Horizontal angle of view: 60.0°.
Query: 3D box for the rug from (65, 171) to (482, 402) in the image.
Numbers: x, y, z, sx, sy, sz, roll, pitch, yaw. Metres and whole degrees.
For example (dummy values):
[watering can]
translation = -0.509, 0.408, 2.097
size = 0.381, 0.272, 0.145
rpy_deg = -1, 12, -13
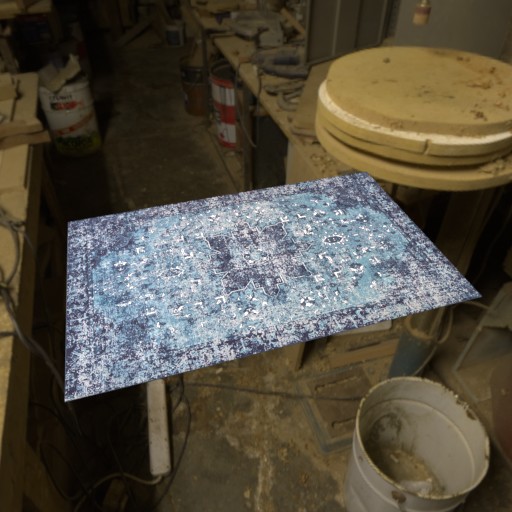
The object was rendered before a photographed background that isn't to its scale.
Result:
[rug]
translation = 0.000, 0.000, 2.996
size = 2.440, 0.007, 1.525
rpy_deg = -11, 43, -12
